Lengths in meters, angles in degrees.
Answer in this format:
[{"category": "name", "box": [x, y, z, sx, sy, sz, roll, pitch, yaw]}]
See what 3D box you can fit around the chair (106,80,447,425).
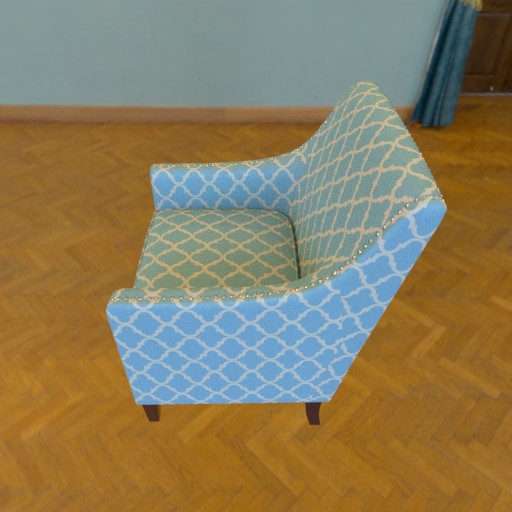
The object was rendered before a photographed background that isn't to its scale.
[{"category": "chair", "box": [0.000, 0.000, 1.273, 0.686, 0.817, 0.617, -1, 41, -1]}]
